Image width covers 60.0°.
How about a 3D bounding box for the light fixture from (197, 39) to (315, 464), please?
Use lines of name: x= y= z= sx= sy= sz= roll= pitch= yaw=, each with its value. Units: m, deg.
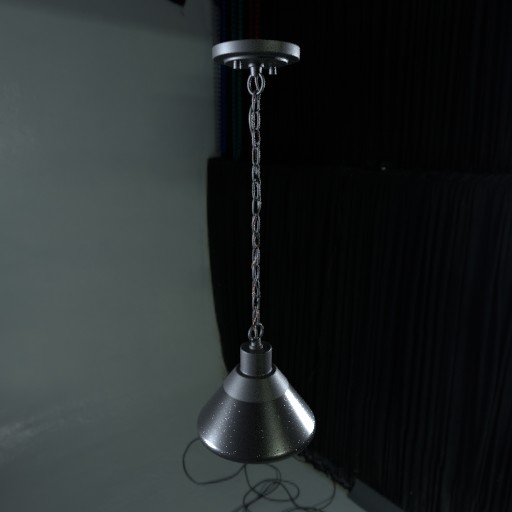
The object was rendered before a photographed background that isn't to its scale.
light fixture: x=0.000 y=0.000 z=0.683 sx=0.201 sy=0.588 sz=0.201 roll=14 pitch=20 yaw=43
